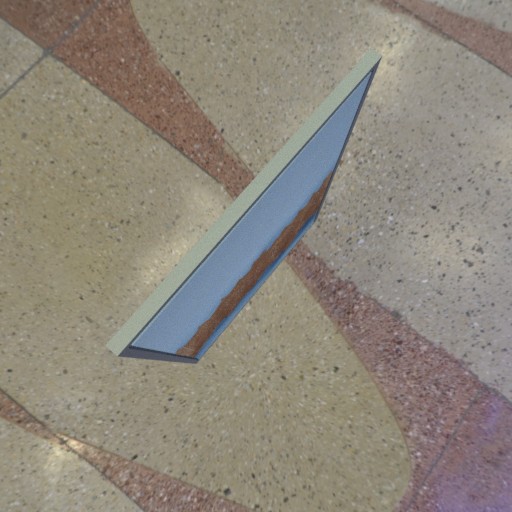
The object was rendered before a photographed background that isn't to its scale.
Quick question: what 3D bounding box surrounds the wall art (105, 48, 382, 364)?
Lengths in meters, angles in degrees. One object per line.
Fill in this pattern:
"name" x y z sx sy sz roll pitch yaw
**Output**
"wall art" 0.000 0.000 1.351 0.034 1.042 0.789 39 79 9
